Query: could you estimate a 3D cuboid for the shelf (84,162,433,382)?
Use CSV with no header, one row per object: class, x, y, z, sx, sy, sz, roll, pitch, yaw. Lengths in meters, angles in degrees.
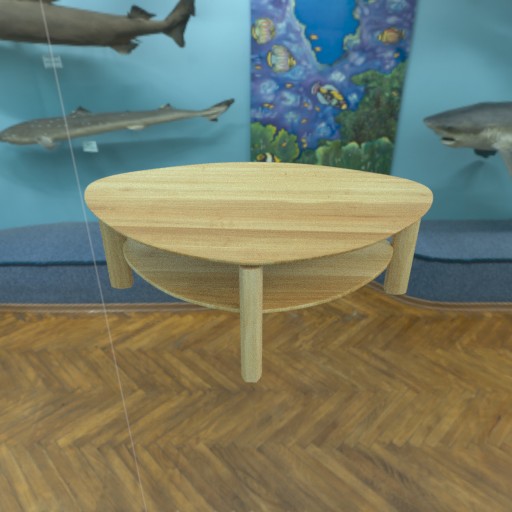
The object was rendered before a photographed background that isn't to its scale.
shelf,0.000,0.000,1.618,1.246,0.440,0.845,1,29,2
